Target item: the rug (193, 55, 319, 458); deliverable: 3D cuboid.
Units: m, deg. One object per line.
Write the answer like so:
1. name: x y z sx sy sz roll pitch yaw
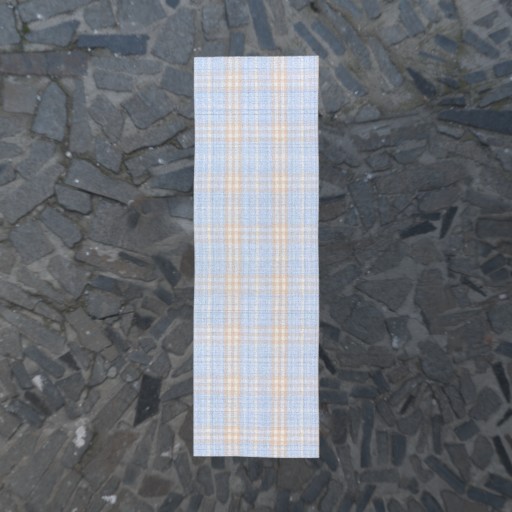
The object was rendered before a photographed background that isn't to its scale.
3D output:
1. rug: 0.000 0.000 2.698 0.762 0.013 2.439 0 90 2
